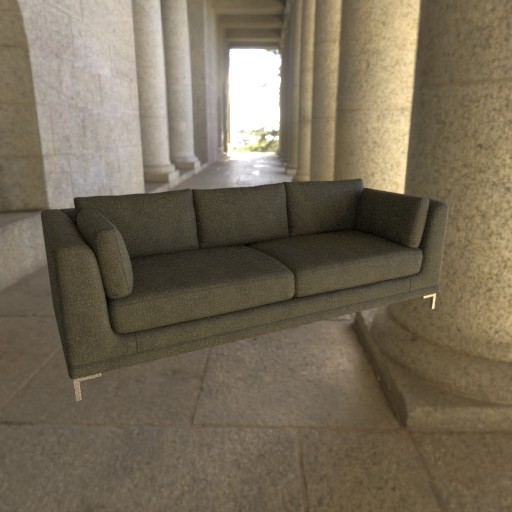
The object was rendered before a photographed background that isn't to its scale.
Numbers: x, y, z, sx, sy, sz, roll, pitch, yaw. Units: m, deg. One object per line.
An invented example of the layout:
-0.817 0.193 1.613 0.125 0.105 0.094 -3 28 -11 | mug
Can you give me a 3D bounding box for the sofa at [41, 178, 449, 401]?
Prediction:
0.000 0.000 2.873 2.415 0.867 0.969 -8 18 -27 | sofa
